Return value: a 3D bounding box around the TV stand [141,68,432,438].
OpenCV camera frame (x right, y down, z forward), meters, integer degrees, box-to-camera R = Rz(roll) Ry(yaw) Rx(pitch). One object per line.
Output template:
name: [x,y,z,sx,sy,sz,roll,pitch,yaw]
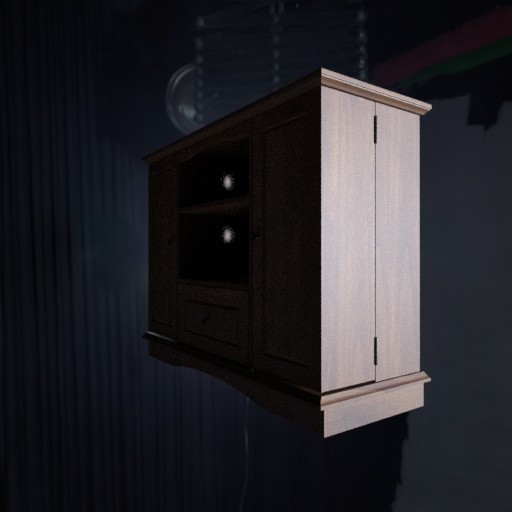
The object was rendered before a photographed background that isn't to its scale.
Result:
TV stand: [0.000,0.000,1.512,0.406,0.813,1.067,0,0,-35]
